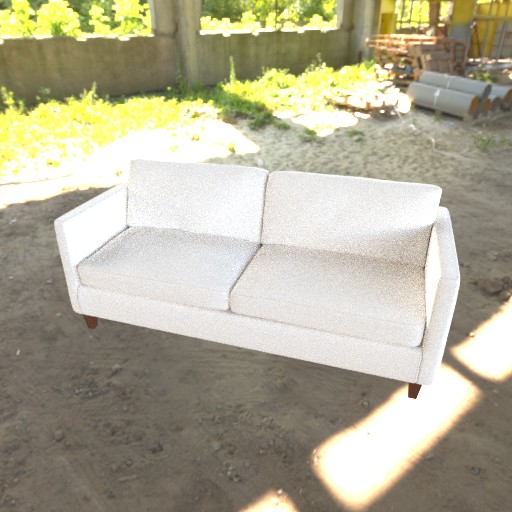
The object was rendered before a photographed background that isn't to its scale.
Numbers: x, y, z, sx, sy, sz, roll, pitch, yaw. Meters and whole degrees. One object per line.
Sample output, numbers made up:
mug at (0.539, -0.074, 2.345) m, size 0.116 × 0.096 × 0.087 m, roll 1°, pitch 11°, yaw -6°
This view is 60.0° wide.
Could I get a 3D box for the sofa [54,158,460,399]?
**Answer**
sofa at (0.000, 0.000, 2.666) m, size 2.139 × 0.933 × 0.924 m, roll 9°, pitch 29°, yaw 16°
